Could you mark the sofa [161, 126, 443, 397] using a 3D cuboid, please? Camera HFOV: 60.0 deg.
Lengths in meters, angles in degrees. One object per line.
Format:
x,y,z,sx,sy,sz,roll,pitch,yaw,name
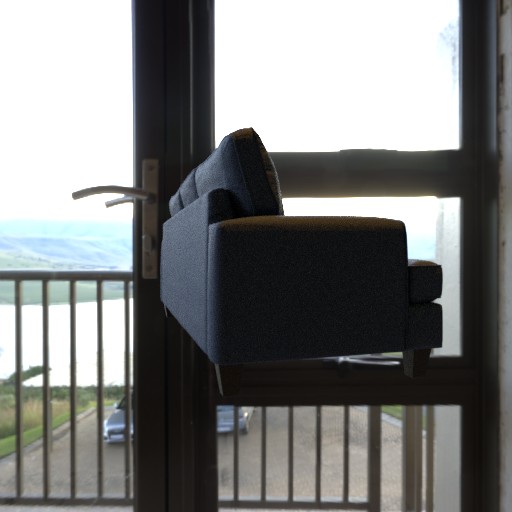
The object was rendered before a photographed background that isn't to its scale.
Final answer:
0.000,0.000,2.634,0.951,0.965,2.158,0,0,-17,sofa
